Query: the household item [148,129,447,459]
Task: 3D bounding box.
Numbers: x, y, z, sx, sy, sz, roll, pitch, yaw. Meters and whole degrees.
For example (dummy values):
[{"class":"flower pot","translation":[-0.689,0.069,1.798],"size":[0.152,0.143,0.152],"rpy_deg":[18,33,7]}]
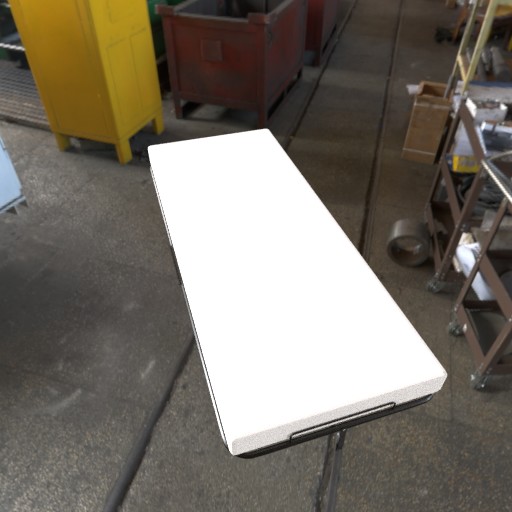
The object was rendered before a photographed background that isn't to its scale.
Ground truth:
[{"class":"household item","translation":[0.000,0.000,2.146],"size":[0.787,0.356,1.905],"rpy_deg":[-12,44,-13]}]
